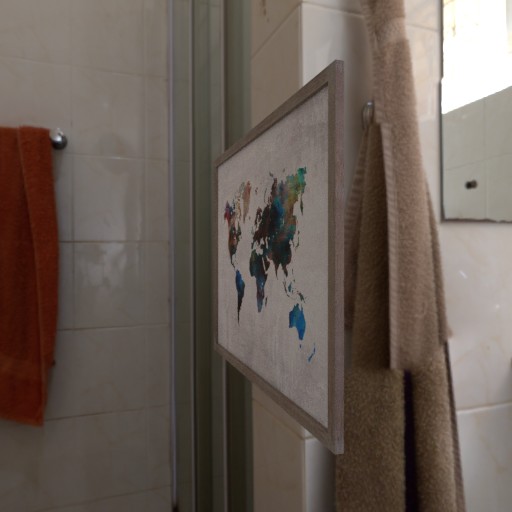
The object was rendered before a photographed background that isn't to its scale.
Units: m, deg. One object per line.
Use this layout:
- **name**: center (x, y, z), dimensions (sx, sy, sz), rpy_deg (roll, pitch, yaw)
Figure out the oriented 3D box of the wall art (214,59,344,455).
- **wall art**: center (0.000, 0.000, 1.349), dimensions (0.019, 0.774, 1.012), rpy_deg (0, 0, -19)
